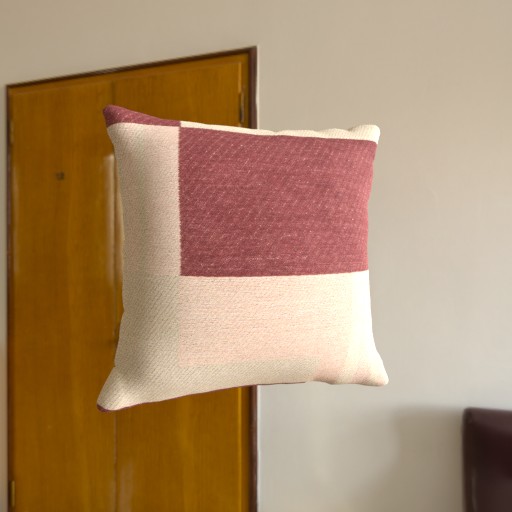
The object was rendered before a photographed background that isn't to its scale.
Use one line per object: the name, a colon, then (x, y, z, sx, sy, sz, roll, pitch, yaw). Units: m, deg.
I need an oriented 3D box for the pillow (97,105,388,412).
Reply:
pillow: (0.000, 0.000, 0.791, 0.536, 0.506, 0.229, 0, 0, -17)
